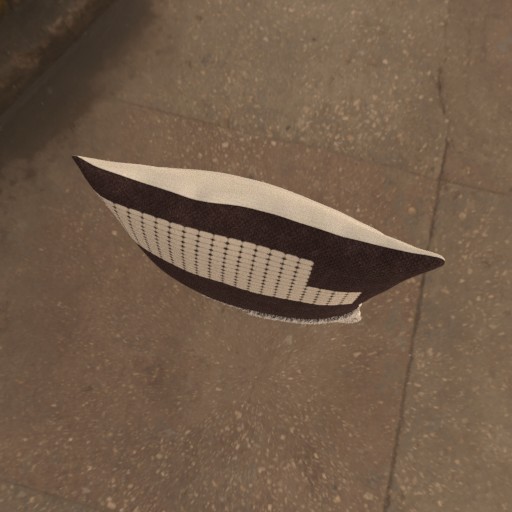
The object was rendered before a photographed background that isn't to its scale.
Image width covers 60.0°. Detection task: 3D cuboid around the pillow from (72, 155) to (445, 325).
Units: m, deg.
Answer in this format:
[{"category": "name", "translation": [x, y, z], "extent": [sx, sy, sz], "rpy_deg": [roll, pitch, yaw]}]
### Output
[{"category": "pillow", "translation": [0.000, 0.000, 0.754], "extent": [0.475, 0.473, 0.178], "rpy_deg": [17, 75, 5]}]
